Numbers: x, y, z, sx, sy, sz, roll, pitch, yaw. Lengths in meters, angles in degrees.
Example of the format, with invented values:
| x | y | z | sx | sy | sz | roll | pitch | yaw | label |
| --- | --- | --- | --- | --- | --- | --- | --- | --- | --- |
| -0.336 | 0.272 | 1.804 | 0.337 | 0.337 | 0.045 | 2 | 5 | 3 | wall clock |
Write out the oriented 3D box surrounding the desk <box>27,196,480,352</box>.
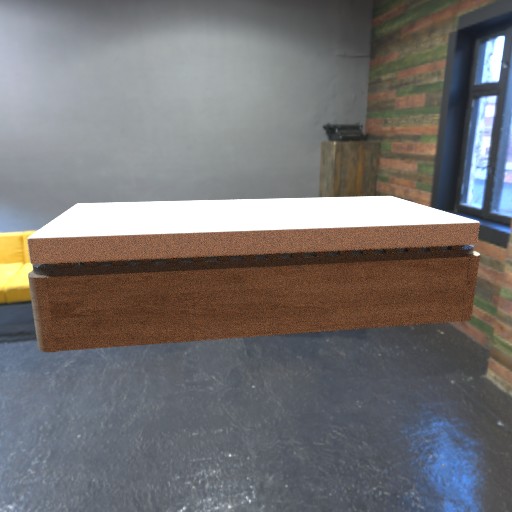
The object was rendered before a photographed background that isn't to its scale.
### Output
| x | y | z | sx | sy | sz | roll | pitch | yaw | label |
| --- | --- | --- | --- | --- | --- | --- | --- | --- | --- |
| 0.000 | 0.000 | 2.236 | 1.900 | 0.455 | 0.900 | -3 | 16 | -9 | desk |
